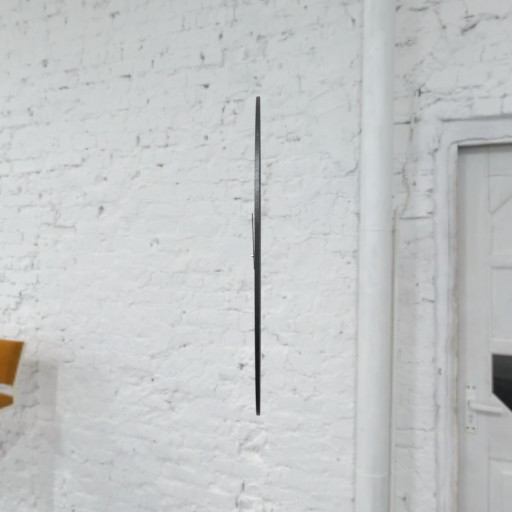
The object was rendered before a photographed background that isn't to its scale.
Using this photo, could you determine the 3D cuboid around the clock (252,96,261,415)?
[{"bbox_3d":[0.000,0.000,1.244,0.025,0.843,0.843,0,-1,1],"label":"clock"}]
